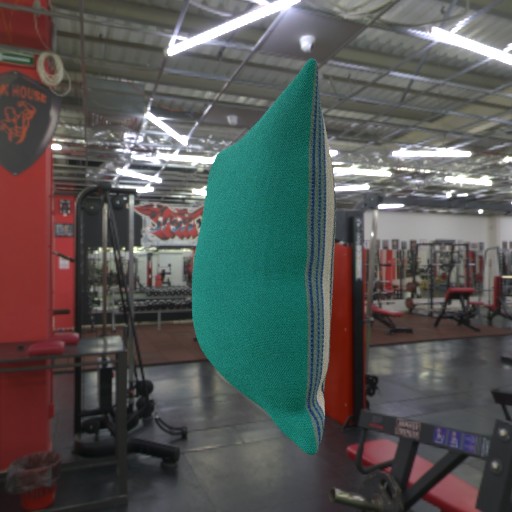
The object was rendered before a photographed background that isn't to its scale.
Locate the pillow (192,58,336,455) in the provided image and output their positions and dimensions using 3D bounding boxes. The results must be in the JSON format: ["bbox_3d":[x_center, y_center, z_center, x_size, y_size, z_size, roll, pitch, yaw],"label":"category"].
[{"bbox_3d":[0.000,0.000,0.690,0.182,0.441,0.440,0,-1,-19],"label":"pillow"}]
